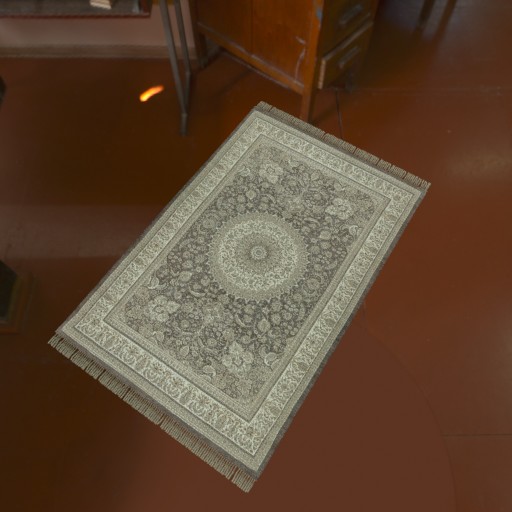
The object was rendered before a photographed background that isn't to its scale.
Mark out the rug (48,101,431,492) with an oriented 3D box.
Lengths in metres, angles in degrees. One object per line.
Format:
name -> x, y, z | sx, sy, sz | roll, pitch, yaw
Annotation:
rug -> 0.000, 0.000, 4.246 | 2.143, 0.015, 3.422 | 31, 67, 14
